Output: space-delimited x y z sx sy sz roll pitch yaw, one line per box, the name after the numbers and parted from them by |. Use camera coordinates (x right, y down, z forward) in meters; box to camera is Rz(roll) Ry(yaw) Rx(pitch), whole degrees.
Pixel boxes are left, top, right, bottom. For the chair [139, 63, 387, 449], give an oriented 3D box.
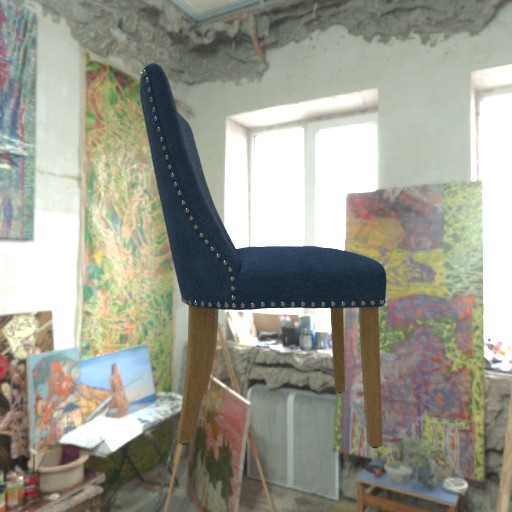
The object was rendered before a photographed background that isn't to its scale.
0.000 0.000 1.251 0.610 0.902 0.495 0 0 0 | chair
